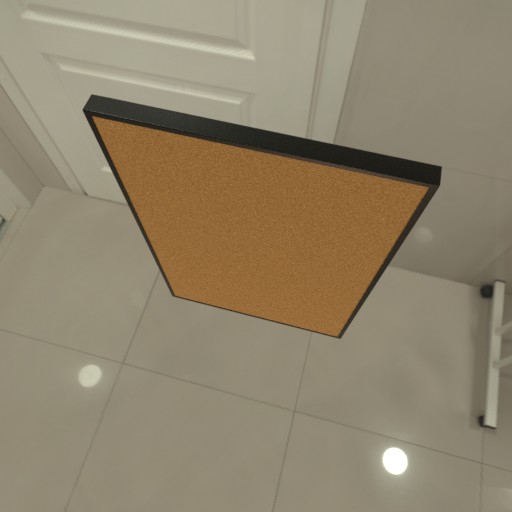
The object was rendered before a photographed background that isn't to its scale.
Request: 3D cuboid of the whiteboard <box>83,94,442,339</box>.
[{"bbox_3d":[0.000,0.000,0.766,0.406,0.611,0.026,13,65,6],"label":"whiteboard"}]
